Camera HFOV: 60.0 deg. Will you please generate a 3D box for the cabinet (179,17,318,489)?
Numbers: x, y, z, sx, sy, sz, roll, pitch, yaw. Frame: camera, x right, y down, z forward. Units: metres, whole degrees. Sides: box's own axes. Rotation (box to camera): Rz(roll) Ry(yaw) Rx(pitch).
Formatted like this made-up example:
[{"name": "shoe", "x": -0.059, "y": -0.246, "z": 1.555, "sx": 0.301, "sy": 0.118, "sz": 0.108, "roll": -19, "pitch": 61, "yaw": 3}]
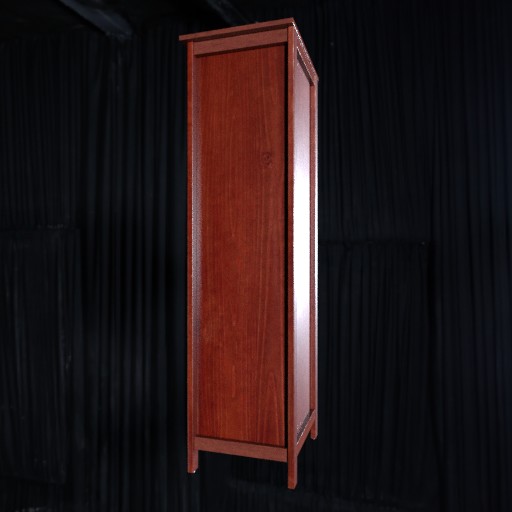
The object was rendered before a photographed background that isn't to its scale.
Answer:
[{"name": "cabinet", "x": 0.000, "y": 0.000, "z": 1.708, "sx": 0.401, "sy": 1.518, "sz": 0.500, "roll": 0, "pitch": 0, "yaw": 17}]
